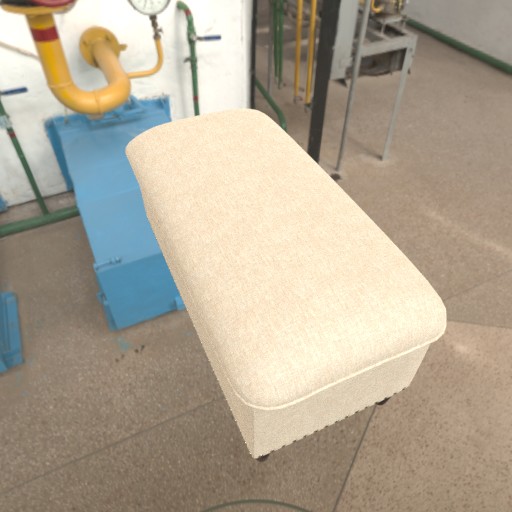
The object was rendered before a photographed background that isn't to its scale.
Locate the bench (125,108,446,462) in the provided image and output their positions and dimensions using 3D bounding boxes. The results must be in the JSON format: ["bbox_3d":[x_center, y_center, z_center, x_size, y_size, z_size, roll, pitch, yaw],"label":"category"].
[{"bbox_3d":[0.000,0.000,1.255,0.483,0.483,0.991,-18,48,-17],"label":"bench"}]
